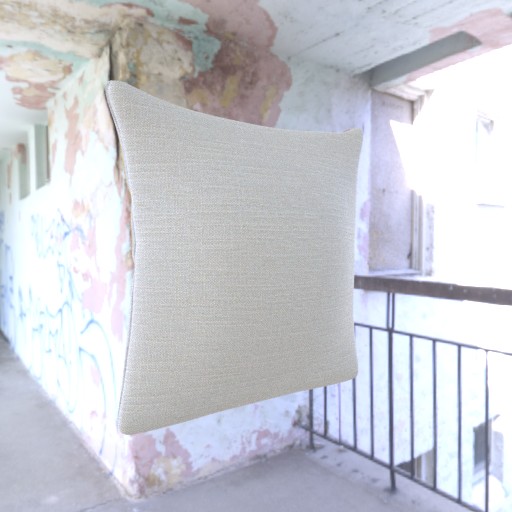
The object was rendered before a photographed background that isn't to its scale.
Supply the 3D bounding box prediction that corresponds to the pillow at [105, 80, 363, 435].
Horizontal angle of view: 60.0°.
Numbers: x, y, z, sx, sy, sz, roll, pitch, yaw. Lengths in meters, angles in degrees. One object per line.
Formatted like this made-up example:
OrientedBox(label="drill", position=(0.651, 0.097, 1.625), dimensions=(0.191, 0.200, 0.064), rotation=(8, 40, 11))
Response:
OrientedBox(label="pillow", position=(0.000, 0.000, 0.679), dimensions=(0.451, 0.449, 0.191), rotation=(-1, 2, -35))
